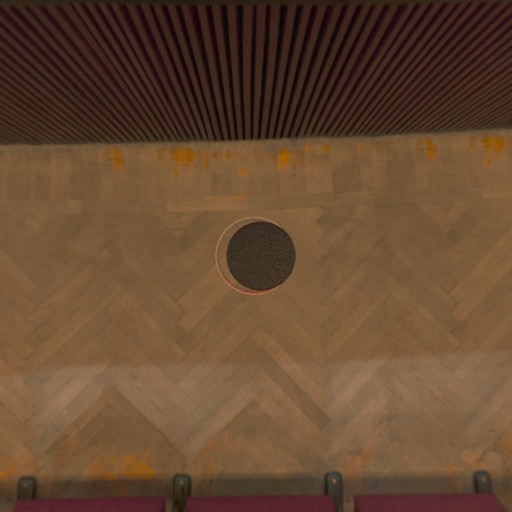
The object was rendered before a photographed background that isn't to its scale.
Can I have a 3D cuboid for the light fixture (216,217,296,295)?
[{"bbox_3d":[0.000,0.000,1.723,0.399,1.516,0.399,0,90,-1],"label":"light fixture"}]
